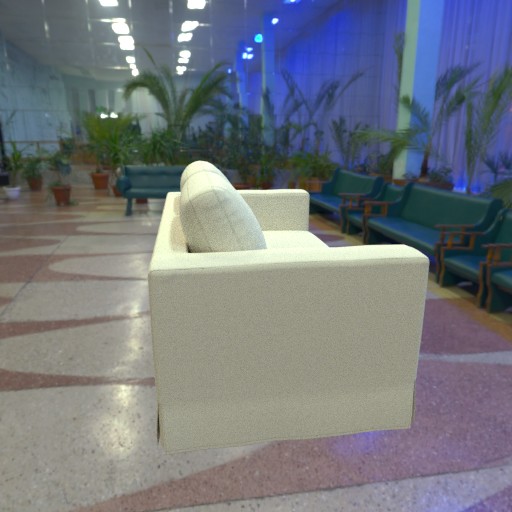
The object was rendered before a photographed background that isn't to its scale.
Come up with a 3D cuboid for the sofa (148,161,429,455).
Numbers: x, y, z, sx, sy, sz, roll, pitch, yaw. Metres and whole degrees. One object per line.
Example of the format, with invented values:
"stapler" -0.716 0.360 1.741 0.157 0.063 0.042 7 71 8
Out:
"sofa" 0.000 0.000 2.399 1.009 0.932 1.813 -3 16 -9
